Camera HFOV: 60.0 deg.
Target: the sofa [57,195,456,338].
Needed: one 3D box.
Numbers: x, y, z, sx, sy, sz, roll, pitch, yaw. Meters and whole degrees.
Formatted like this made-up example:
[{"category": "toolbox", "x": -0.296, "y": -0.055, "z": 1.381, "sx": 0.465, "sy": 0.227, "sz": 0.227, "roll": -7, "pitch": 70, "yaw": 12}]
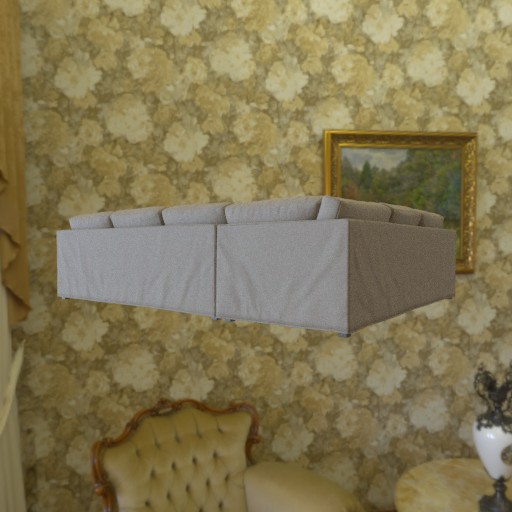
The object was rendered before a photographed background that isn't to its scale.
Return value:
[{"category": "sofa", "x": 0.000, "y": 0.000, "z": 4.421, "sx": 3.182, "sy": 0.871, "sz": 2.432, "roll": 1, "pitch": 2, "yaw": 37}]
